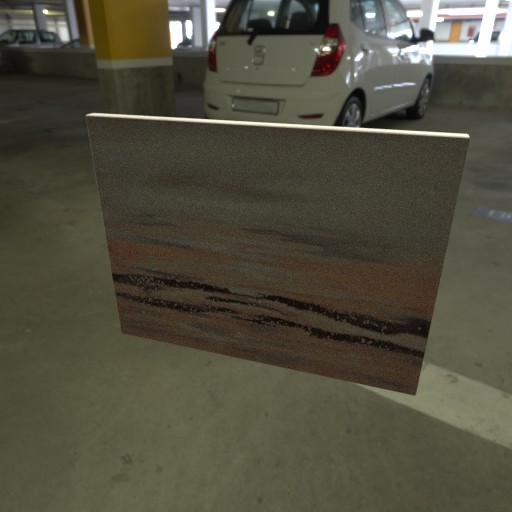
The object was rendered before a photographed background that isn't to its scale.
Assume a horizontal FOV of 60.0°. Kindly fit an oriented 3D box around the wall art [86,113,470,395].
[{"bbox_3d":[0.000,0.000,1.311,1.015,0.763,0.038,8,27,16],"label":"wall art"}]
